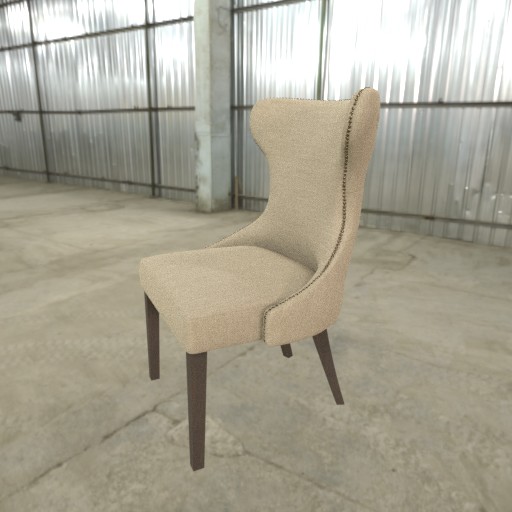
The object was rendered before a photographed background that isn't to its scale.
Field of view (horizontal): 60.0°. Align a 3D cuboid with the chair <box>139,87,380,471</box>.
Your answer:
[{"bbox_3d":[0.000,0.000,1.379,0.635,0.967,0.628,-8,18,-25],"label":"chair"}]
